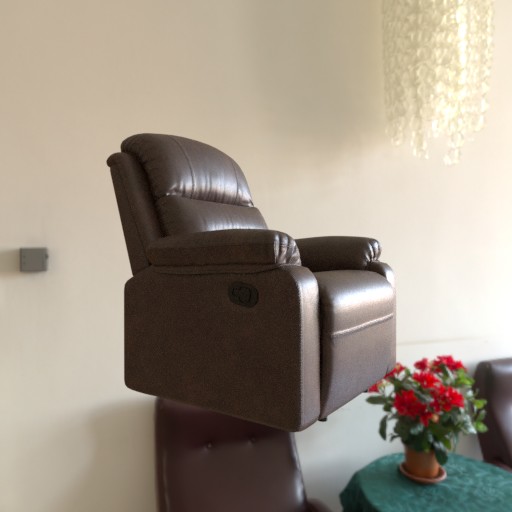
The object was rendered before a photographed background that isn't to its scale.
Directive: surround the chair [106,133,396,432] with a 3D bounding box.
[{"bbox_3d":[0.000,0.000,1.695,0.919,0.992,0.855,0,0,35],"label":"chair"}]
